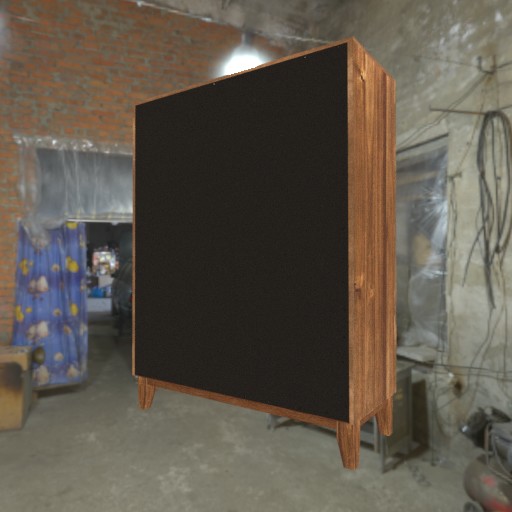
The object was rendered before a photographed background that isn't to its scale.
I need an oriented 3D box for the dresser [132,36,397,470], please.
[{"bbox_3d":[0.000,0.000,1.888,1.062,1.393,0.442,0,-1,35],"label":"dresser"}]
